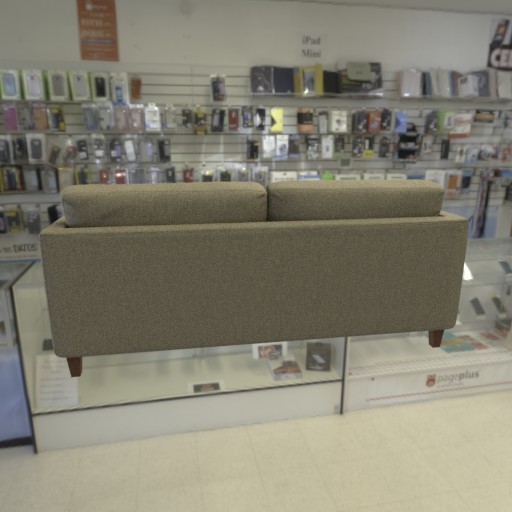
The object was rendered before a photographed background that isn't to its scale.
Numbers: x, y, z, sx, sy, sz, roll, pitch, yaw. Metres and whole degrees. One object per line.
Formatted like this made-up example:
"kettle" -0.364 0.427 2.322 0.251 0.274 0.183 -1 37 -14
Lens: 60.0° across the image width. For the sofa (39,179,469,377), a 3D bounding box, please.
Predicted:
"sofa" 0.000 0.000 2.715 2.208 0.960 0.956 -2 15 -9
